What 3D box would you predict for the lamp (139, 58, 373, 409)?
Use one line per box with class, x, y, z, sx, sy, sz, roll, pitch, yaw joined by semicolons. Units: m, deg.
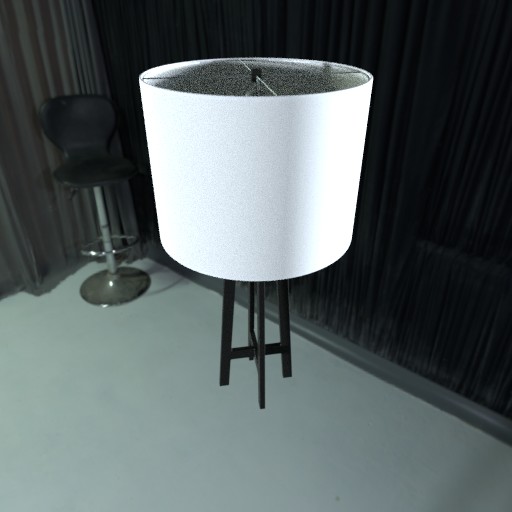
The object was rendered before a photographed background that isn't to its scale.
lamp;0.000;0.000;0.624;0.257;0.489;0.257;20;36;30
